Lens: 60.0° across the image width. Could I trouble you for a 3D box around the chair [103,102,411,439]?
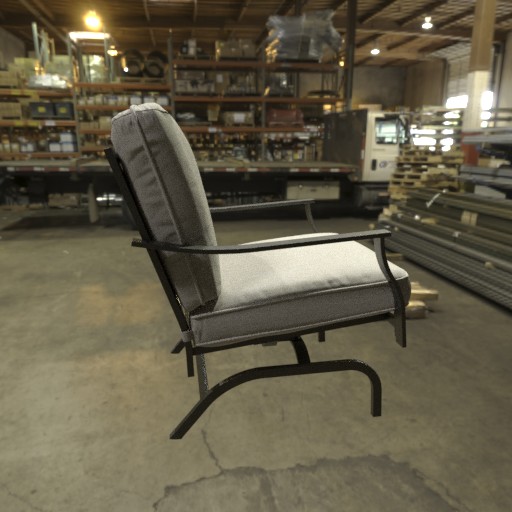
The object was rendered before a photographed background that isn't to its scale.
[{"bbox_3d":[0.000,0.000,1.372,0.787,0.860,0.650,-3,15,-10],"label":"chair"}]
